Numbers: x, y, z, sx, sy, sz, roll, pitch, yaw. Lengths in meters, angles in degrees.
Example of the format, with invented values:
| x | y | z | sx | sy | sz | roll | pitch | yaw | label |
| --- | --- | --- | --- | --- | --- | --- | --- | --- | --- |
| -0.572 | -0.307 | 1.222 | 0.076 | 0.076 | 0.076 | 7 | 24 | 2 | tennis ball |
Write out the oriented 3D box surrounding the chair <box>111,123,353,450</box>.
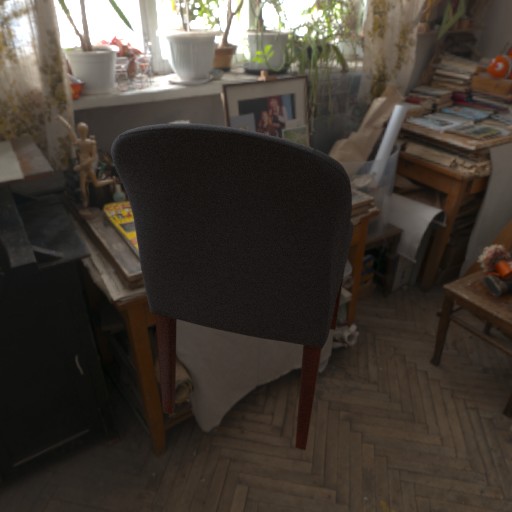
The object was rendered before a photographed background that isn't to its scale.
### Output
| x | y | z | sx | sy | sz | roll | pitch | yaw | label |
| --- | --- | --- | --- | --- | --- | --- | --- | --- | --- |
| 0.000 | 0.000 | 1.238 | 0.506 | 0.879 | 0.619 | 9 | 33 | 15 | chair |
